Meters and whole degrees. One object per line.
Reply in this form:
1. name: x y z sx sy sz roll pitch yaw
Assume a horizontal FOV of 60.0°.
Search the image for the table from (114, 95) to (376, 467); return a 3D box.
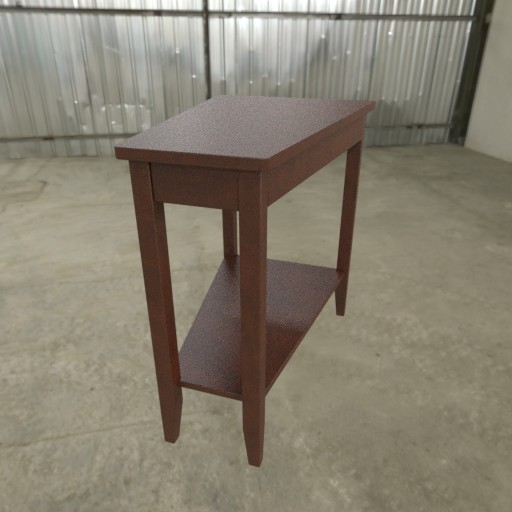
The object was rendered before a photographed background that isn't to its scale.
1. table: 0.000 0.000 0.970 0.399 0.589 0.605 8 28 16
